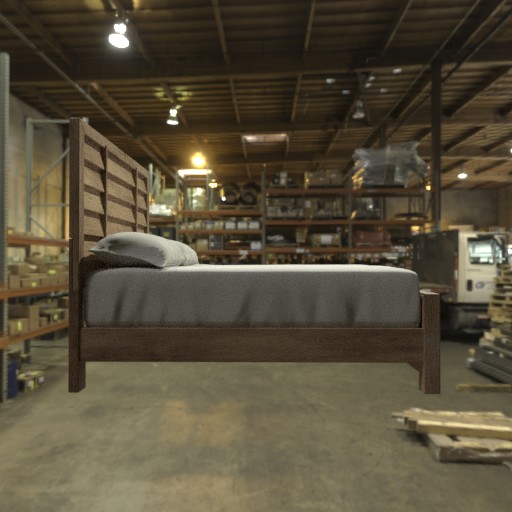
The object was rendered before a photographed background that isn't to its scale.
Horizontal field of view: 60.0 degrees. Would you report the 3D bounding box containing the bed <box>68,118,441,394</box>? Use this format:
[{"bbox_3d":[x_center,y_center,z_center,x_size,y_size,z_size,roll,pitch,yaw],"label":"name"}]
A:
[{"bbox_3d":[0.000,0.000,3.415,2.197,1.626,1.626,0,-1,1],"label":"bed"}]
